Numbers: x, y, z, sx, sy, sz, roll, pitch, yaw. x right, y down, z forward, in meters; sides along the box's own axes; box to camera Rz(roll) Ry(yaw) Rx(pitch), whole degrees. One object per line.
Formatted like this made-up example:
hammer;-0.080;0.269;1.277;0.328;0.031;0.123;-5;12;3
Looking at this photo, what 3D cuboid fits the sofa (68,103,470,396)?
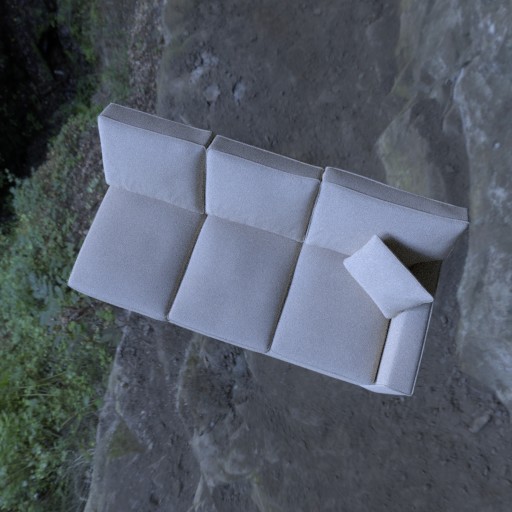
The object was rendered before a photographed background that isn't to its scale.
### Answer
sofa;0.000;0.000;2.554;1.963;0.946;1.034;18;75;5
